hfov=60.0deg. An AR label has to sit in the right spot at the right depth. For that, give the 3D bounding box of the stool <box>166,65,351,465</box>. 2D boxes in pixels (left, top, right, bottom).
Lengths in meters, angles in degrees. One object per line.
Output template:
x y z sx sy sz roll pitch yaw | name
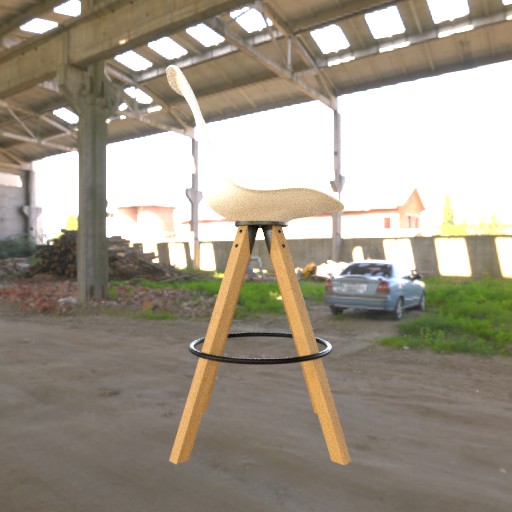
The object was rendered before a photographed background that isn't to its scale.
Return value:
0.000 0.000 1.393 0.549 1.115 0.482 0 0 1 | stool
